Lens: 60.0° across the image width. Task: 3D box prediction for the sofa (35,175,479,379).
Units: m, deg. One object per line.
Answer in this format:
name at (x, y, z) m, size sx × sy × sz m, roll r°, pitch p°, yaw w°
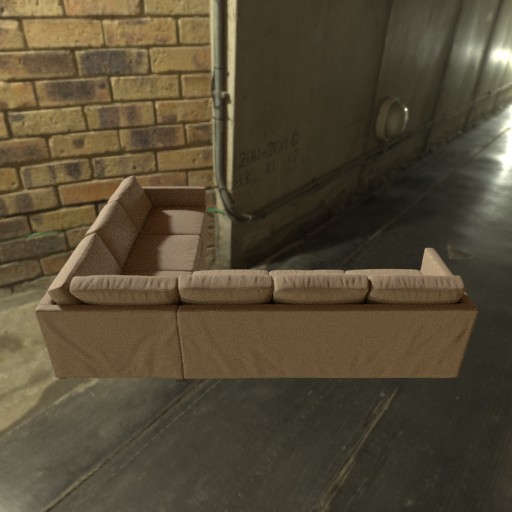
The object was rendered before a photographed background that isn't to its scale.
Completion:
sofa at (0.000, 0.000, 4.310) m, size 3.182 × 0.871 × 2.432 m, roll 0°, pitch 30°, yaw 0°
